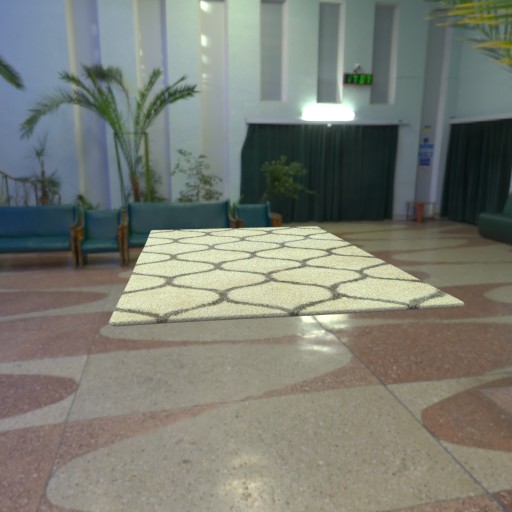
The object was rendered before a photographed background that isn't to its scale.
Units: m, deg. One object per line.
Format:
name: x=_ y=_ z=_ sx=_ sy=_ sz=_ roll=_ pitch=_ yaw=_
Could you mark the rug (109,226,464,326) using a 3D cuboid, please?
rug: x=0.000 y=0.000 z=3.475 sx=1.801 sy=0.026 sz=2.701 roll=-2 pitch=13 yaw=-9
